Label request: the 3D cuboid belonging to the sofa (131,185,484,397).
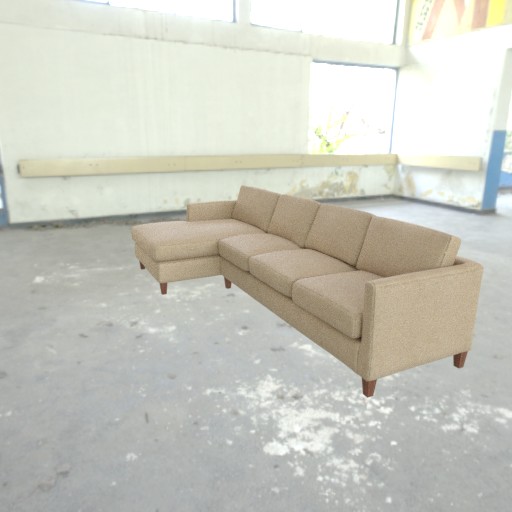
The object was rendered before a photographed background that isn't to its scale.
[{"bbox_3d":[0.000,0.000,3.745,1.502,0.876,3.201,-7,17,-25],"label":"sofa"}]
